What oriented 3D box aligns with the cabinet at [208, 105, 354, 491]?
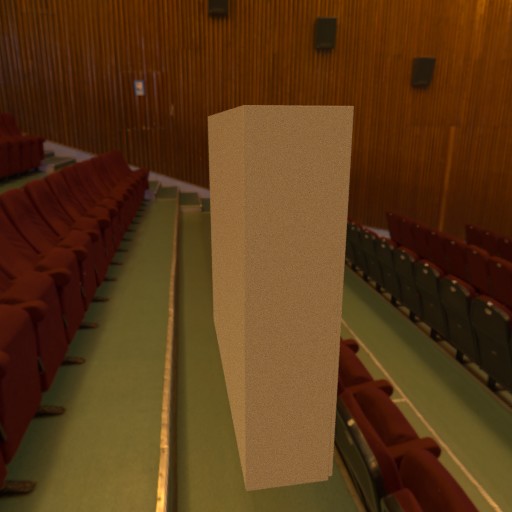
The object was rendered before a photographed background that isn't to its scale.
[{"bbox_3d":[0.000,0.000,3.864,0.590,2.370,2.700,-3,17,-9],"label":"cabinet"}]
